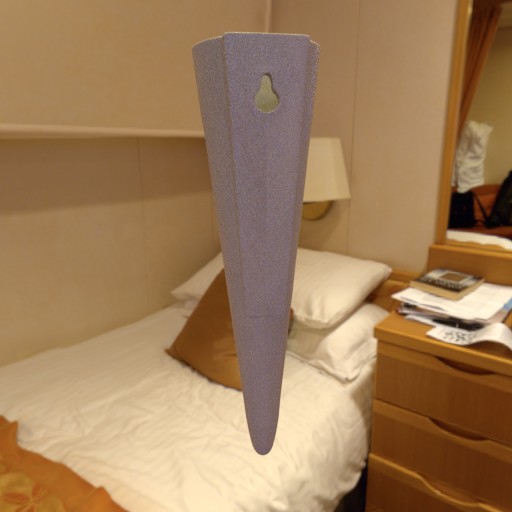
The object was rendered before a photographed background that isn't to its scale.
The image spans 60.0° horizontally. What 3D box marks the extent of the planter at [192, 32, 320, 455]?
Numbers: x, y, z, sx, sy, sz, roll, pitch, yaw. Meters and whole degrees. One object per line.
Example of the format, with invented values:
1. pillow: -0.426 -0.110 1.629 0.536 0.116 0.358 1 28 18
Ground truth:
1. planter: 0.000 0.000 0.223 0.057 0.191 0.064 -2 14 -8
